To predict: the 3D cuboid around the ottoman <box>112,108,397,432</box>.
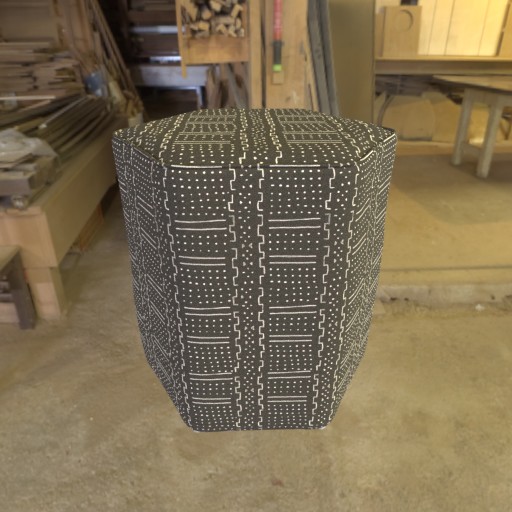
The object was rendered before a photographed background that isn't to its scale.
[{"bbox_3d":[0.000,0.000,0.869,0.494,0.502,0.443,-1,27,-2],"label":"ottoman"}]
